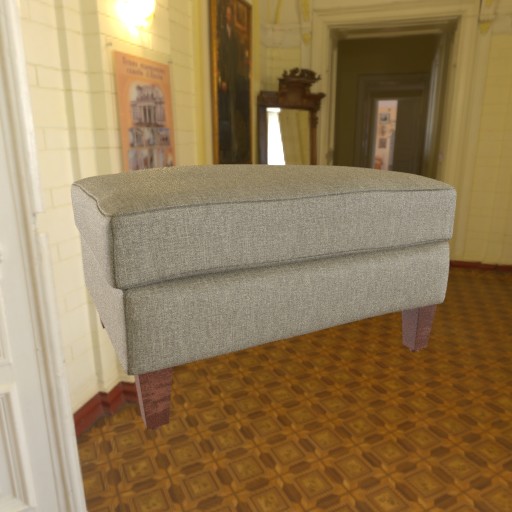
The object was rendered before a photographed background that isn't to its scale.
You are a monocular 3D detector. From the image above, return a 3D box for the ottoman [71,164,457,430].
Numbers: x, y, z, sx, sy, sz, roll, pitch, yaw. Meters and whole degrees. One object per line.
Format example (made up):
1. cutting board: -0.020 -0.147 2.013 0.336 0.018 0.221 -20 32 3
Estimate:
1. ottoman: 0.000 0.000 1.218 0.873 0.494 0.639 -8 17 -26
